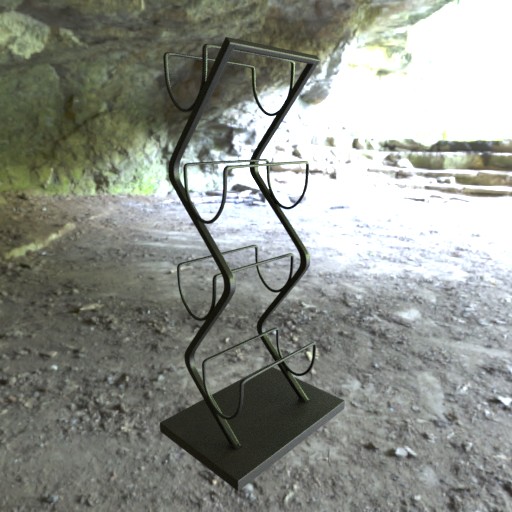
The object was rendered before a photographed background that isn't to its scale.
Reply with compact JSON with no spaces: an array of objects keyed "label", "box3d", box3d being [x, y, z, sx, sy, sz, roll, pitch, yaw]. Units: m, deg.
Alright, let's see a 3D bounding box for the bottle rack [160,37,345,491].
[{"label":"bottle rack","box3d":[0.000,0.000,0.656,0.178,0.559,0.254,14,21,42]}]
